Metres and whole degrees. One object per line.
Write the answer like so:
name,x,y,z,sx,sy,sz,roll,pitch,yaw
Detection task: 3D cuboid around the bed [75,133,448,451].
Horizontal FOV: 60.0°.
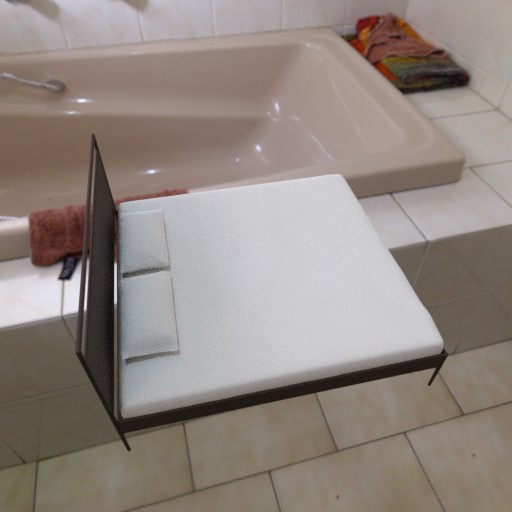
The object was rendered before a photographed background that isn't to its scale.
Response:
bed,0.000,0.000,3.298,2.151,1.173,1.993,-9,46,-9
